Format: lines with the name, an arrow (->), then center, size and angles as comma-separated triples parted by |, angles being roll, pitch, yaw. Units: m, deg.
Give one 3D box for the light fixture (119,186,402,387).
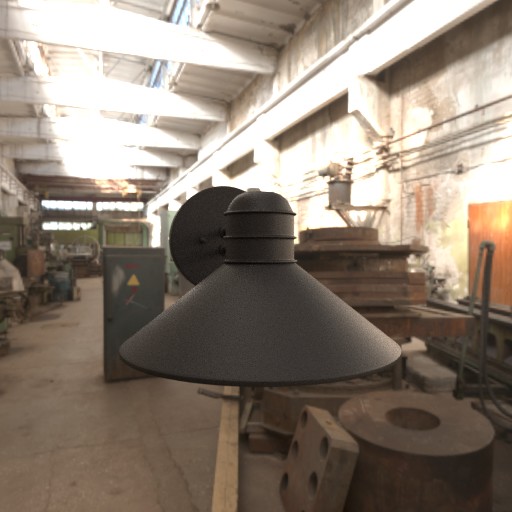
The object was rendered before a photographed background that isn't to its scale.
light fixture -> 0.000, 0.000, 0.669 | 0.396, 0.265, 0.434 | 0, 1, -18
